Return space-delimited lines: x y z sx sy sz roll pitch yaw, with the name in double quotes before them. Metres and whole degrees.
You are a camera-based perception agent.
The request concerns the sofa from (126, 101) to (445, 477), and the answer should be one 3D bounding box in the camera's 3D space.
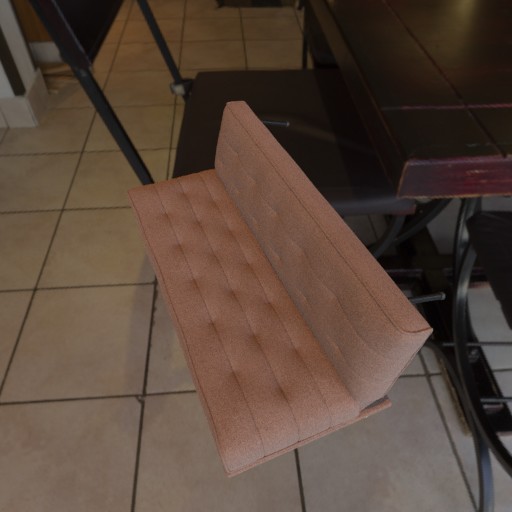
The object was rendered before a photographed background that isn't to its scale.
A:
"sofa" 0.000 0.000 2.328 1.038 0.810 1.820 -17 49 -15
